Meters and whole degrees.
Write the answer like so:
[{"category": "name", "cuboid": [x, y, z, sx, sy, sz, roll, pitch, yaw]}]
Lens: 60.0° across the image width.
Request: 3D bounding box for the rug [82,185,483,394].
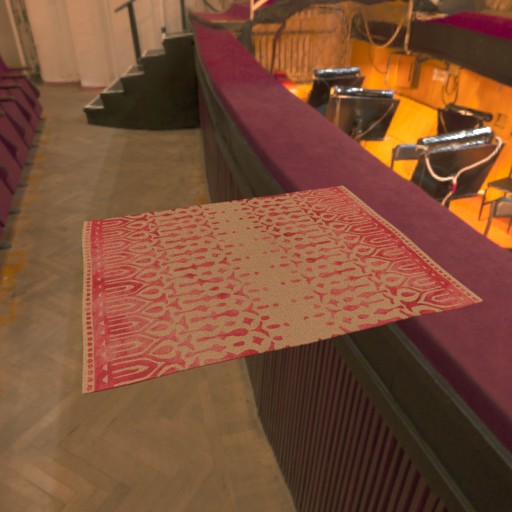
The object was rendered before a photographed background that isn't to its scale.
[{"category": "rug", "cuboid": [0.000, 0.000, 4.135, 3.095, 0.016, 2.441, -10, 34, -15]}]
